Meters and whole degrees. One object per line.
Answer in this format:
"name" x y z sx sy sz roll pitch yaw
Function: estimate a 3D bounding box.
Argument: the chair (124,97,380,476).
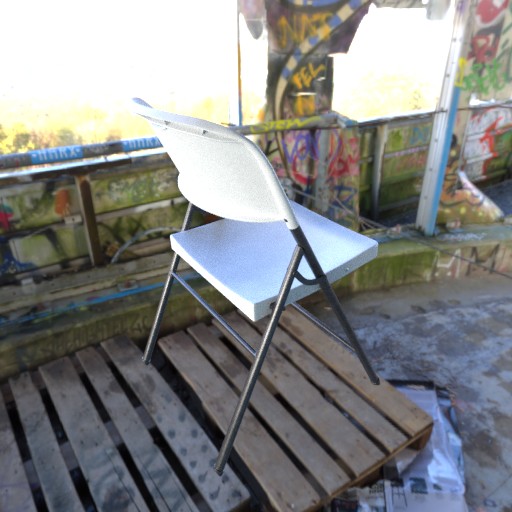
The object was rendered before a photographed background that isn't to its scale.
"chair" 0.000 0.000 1.169 0.566 0.810 0.494 -17 32 -30
